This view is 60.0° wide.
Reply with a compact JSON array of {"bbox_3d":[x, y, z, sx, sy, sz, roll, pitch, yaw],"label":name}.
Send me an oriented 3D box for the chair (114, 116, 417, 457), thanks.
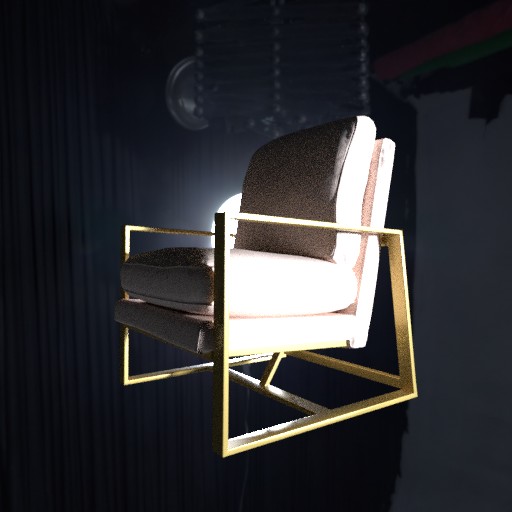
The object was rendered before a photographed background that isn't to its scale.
[{"bbox_3d":[0.000,0.000,1.576,0.813,0.956,0.758,0,1,-35],"label":"chair"}]
